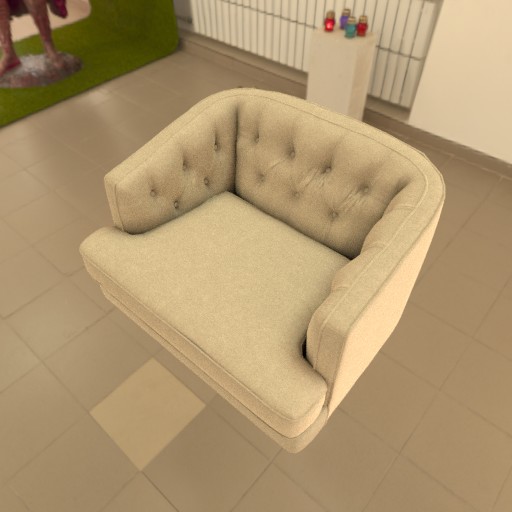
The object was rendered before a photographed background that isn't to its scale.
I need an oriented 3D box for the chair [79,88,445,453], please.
[{"bbox_3d":[0.000,0.000,1.739,1.104,0.852,0.941,32,55,26],"label":"chair"}]
